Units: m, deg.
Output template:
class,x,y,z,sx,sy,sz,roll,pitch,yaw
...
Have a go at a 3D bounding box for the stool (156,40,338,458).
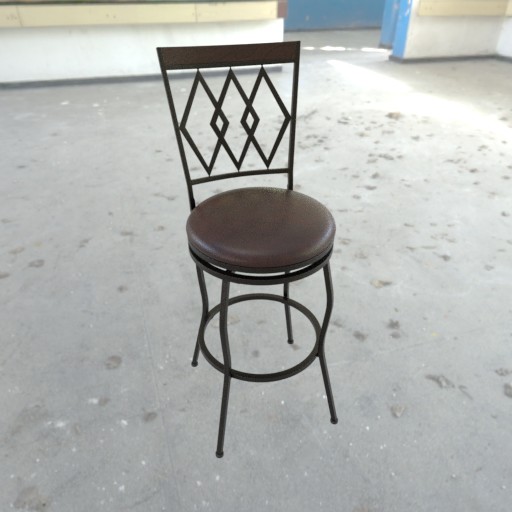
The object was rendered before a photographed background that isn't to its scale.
class,x,y,z,sx,sy,sz,roll,pitch,yaw
stool,0.000,0.000,1.364,0.432,1.134,0.521,-10,34,-15
